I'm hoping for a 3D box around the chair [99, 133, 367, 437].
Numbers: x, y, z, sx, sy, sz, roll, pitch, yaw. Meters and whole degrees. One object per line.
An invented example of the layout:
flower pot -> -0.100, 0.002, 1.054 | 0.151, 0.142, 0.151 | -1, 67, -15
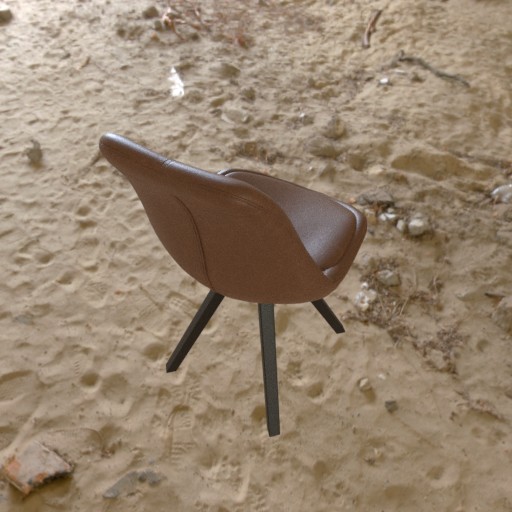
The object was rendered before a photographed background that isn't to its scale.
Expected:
chair -> 0.000, 0.000, 1.123 | 0.475, 0.850, 0.550 | 24, 50, 22
